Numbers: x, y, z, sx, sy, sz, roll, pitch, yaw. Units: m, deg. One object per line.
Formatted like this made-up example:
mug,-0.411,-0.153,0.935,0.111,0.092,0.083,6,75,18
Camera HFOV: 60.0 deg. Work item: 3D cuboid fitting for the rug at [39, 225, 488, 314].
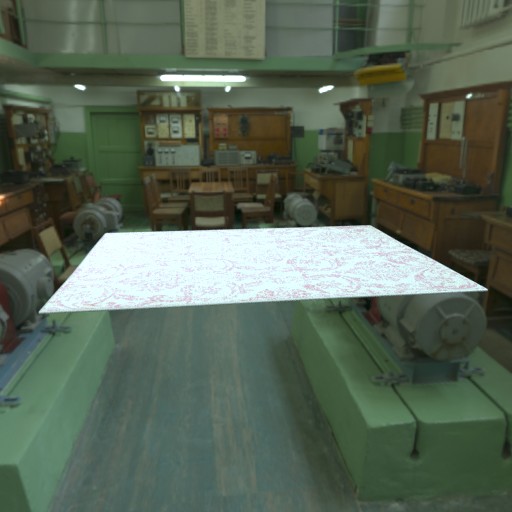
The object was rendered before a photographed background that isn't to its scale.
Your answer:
rug,0.000,0.000,2.902,2.202,0.014,1.598,-2,16,-7
